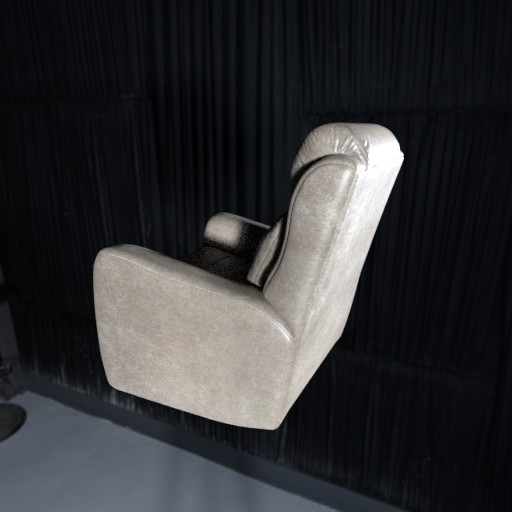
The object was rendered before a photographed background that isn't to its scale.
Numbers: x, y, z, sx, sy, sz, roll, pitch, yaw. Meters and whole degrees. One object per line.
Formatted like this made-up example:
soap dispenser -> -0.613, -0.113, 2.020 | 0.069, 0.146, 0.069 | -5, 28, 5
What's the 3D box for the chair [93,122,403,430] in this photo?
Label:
chair -> 0.000, 0.000, 1.948 | 1.068, 1.116, 0.967 | 8, 18, 25
